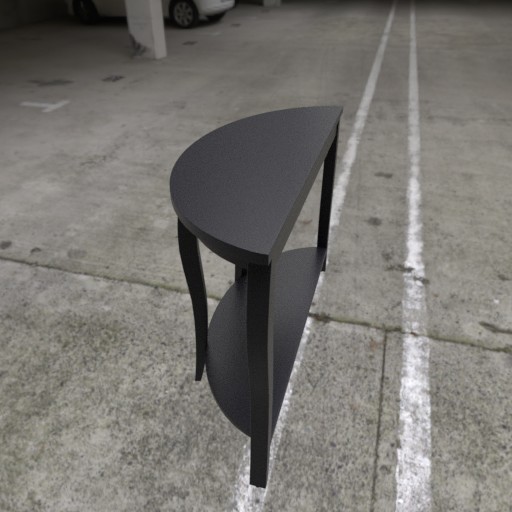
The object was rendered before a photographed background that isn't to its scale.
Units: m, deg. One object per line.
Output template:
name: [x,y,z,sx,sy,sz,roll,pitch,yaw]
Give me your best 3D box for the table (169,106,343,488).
table: [0.000,0.000,1.550,0.394,0.780,1.219,8,32,14]
